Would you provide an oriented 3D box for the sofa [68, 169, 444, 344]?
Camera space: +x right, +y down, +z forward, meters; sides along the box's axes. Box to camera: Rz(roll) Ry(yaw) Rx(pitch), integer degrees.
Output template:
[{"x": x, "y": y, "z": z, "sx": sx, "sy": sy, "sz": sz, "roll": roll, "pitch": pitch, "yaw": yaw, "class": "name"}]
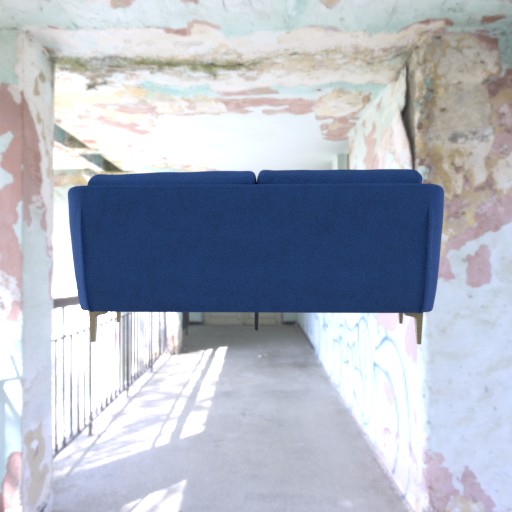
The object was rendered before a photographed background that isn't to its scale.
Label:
[{"x": 0.000, "y": 0.000, "z": 2.594, "sx": 2.036, "sy": 0.903, "sz": 0.960, "roll": 0, "pitch": 0, "yaw": 2, "class": "sofa"}]
